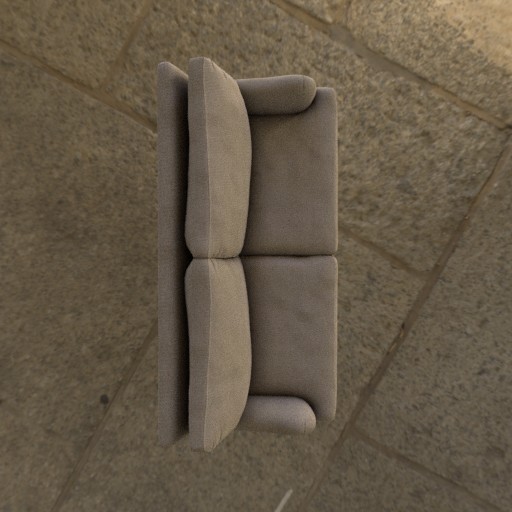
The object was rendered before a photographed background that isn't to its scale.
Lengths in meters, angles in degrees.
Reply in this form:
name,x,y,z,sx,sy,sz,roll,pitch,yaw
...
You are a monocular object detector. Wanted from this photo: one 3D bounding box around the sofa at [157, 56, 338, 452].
name,x,y,z,sx,sy,sz,roll,pitch,yaw
sofa,0.000,0.000,2.850,1.069,1.096,2.193,0,91,1
